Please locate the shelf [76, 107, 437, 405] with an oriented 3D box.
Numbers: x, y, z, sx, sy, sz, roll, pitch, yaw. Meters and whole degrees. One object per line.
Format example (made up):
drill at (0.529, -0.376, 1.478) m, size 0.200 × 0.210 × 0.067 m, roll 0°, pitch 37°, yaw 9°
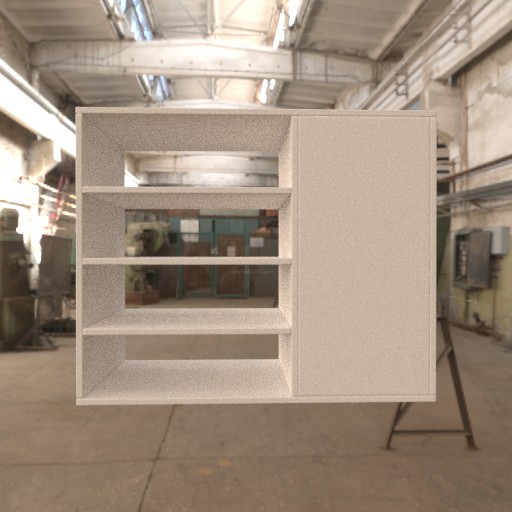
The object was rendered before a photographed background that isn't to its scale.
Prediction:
shelf at (0.000, 0.000, 1.296) m, size 0.895 × 0.732 × 0.396 m, roll 0°, pitch 0°, yaw -2°
